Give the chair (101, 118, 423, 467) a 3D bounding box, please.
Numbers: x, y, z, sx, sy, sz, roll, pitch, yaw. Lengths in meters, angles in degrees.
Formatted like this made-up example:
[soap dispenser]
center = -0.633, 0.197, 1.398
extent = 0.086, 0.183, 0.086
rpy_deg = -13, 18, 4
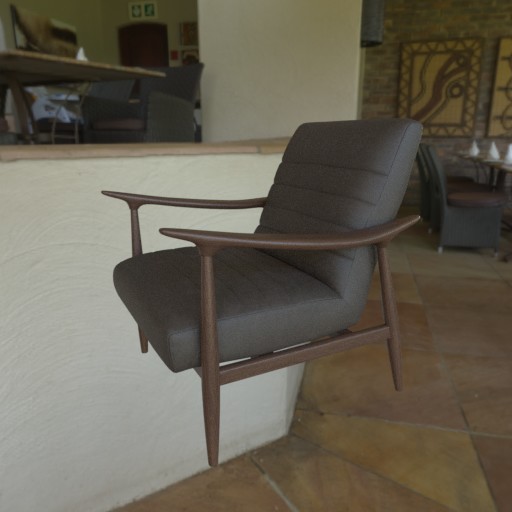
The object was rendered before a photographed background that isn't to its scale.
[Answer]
[chair]
center = 0.000, 0.000, 1.401
extent = 0.798, 0.831, 0.741
rpy_deg = -8, 18, -27
